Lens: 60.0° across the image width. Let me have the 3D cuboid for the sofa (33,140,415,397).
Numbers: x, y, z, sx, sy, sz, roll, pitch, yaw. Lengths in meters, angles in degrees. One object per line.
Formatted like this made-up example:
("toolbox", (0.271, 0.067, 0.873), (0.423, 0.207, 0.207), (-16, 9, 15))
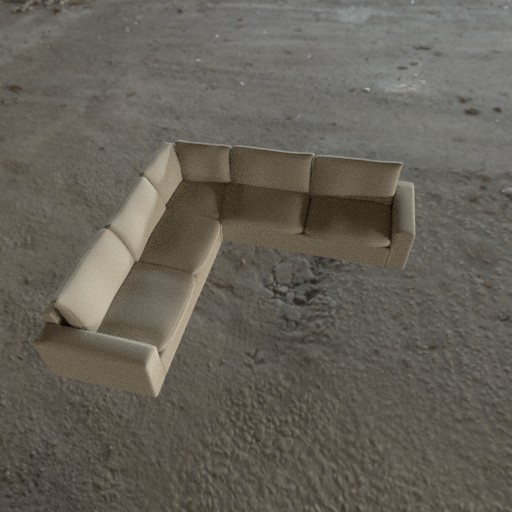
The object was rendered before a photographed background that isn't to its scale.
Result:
("sofa", (0.000, 0.000, 4.625), (3.206, 0.918, 3.066), (9, 46, 9))
